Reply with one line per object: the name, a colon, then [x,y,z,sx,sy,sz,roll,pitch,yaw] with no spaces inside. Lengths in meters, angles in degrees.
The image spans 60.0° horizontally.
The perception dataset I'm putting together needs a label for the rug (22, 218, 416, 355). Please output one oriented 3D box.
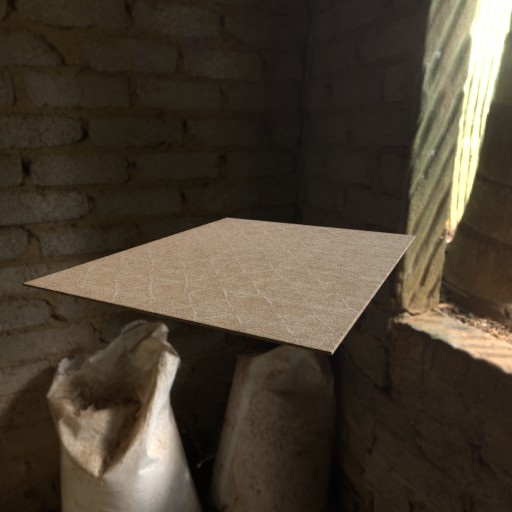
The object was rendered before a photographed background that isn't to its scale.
rug: [0.000,0.000,4.123,2.420,0.019,3.039,8,17,26]
